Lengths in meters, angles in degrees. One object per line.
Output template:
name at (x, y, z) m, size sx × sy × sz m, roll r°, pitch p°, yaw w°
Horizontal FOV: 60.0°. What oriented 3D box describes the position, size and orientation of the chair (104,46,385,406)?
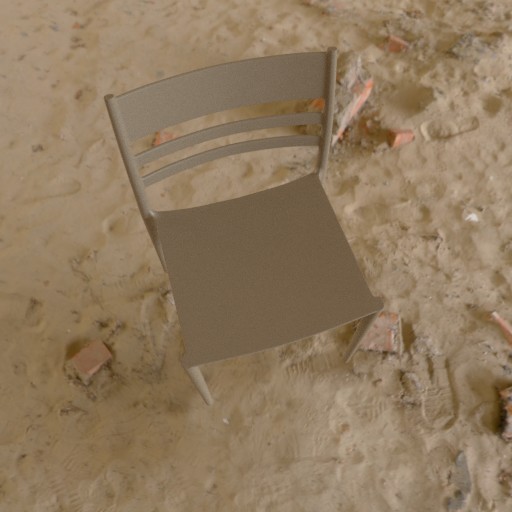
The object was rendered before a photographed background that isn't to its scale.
chair at (0.000, 0.000, 1.128) m, size 0.531 × 0.800 × 0.511 m, roll -15°, pitch 64°, yaw -8°
